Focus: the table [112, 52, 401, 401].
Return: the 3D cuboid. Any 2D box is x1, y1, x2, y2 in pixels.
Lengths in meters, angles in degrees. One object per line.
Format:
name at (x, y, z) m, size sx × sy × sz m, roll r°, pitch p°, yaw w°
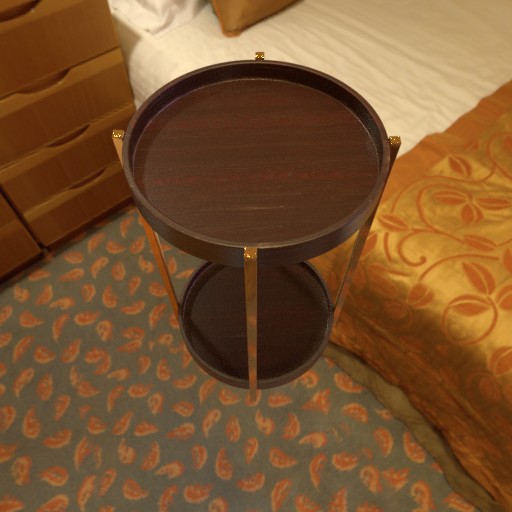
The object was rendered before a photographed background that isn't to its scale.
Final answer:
table at (0.000, 0.000, 0.870) m, size 0.400 × 0.610 × 0.400 m, roll 2°, pitch 57°, yaw 1°
